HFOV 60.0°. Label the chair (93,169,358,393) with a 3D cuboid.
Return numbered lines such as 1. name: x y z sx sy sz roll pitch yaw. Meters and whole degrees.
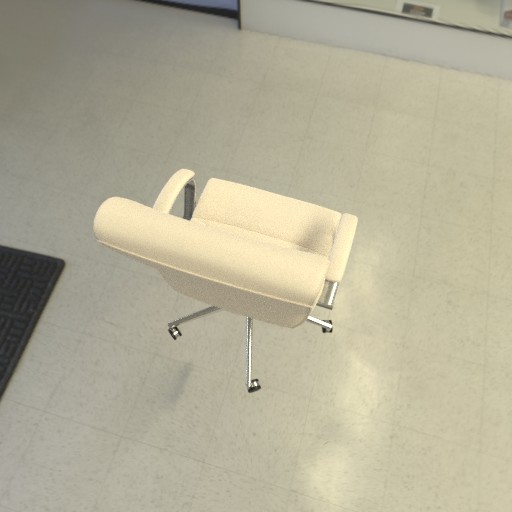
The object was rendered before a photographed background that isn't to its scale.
1. chair: 0.000 0.000 1.600 0.727 1.099 0.745 17 64 9
